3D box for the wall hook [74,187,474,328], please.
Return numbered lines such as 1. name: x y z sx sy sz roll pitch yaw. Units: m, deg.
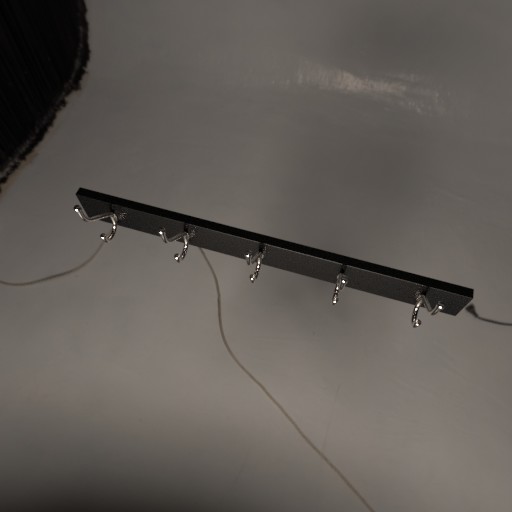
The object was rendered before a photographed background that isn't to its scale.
1. wall hook: 0.000 0.000 0.603 0.571 0.117 0.071 15 61 9
